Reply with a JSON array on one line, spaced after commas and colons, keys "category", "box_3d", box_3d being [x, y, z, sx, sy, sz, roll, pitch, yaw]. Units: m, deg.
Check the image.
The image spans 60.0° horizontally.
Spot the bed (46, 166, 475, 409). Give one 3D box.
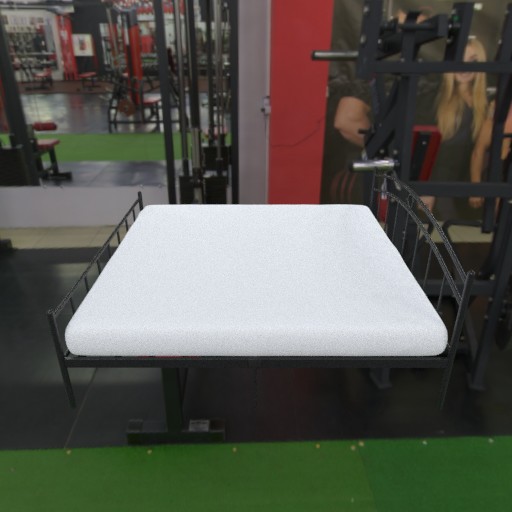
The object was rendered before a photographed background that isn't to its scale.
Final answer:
[{"category": "bed", "box_3d": [0.000, 0.000, 3.054, 2.040, 0.940, 1.880, 0, 26, 0]}]
